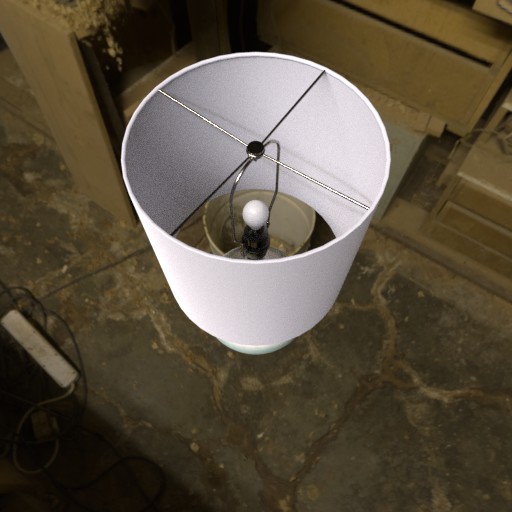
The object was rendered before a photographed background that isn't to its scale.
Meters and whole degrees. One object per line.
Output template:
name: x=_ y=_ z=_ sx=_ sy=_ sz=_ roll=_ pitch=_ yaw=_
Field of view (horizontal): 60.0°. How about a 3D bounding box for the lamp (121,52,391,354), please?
lamp: x=0.000 y=0.000 z=0.539 sx=0.217 sy=0.404 sz=0.217 roll=33 pitch=68 yaw=15
